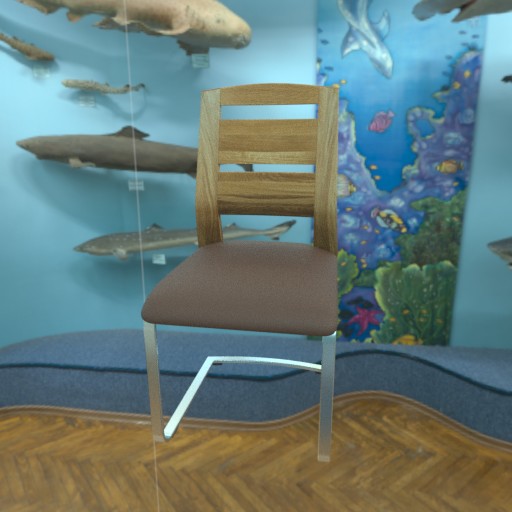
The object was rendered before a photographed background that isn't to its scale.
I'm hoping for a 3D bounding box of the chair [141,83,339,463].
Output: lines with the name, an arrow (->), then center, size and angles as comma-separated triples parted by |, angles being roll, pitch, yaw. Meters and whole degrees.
chair -> 0.000, 0.000, 1.249 | 0.460, 0.970, 0.570 | 3, 15, 10
